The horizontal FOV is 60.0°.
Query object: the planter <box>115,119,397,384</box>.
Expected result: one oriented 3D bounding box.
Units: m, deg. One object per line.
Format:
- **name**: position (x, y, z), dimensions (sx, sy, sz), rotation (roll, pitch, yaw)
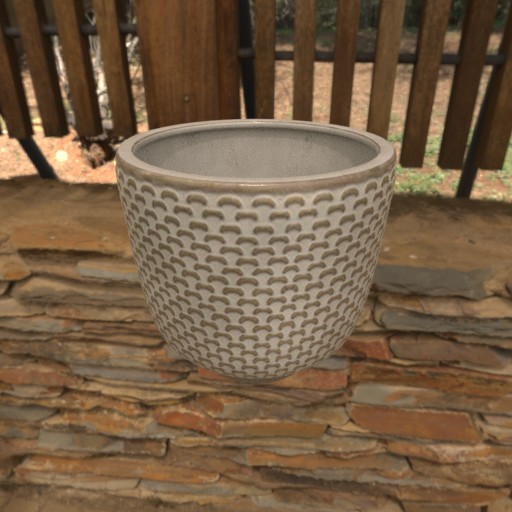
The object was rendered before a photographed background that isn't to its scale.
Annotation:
- **planter**: position (0.000, 0.000, 0.313), dimensions (0.173, 0.160, 0.173), rotation (0, 27, 0)
